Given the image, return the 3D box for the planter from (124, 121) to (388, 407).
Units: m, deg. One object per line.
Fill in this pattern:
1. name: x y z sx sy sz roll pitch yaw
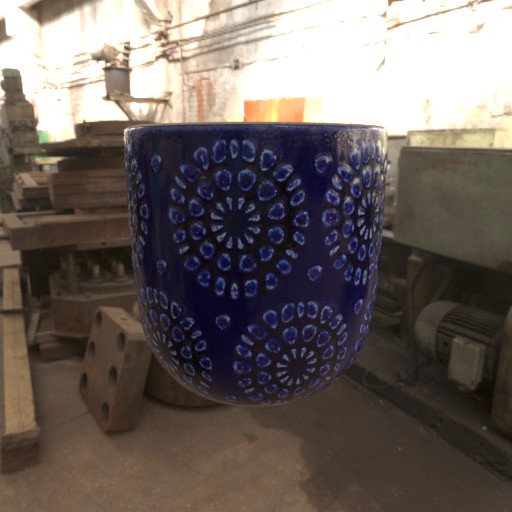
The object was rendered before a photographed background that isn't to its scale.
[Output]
1. planter: 0.000 0.000 0.201 0.109 0.112 0.109 0 14 0
